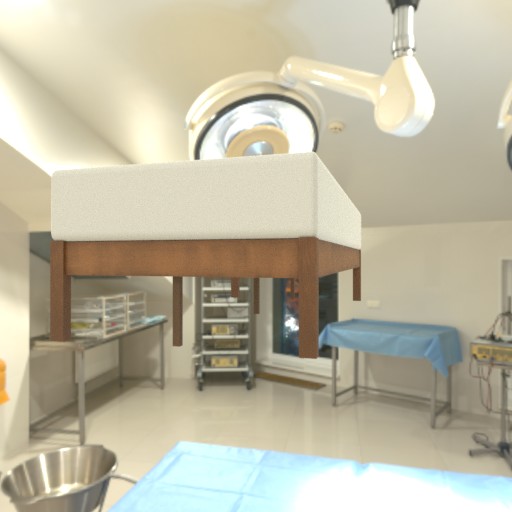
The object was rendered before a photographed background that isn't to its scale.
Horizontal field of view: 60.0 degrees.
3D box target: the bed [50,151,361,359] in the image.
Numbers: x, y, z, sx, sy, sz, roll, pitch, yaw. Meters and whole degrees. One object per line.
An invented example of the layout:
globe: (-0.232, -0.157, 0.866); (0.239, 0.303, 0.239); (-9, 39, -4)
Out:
bed: (0.000, 0.000, 2.346); (0.961, 0.616, 1.902); (0, 0, 17)
